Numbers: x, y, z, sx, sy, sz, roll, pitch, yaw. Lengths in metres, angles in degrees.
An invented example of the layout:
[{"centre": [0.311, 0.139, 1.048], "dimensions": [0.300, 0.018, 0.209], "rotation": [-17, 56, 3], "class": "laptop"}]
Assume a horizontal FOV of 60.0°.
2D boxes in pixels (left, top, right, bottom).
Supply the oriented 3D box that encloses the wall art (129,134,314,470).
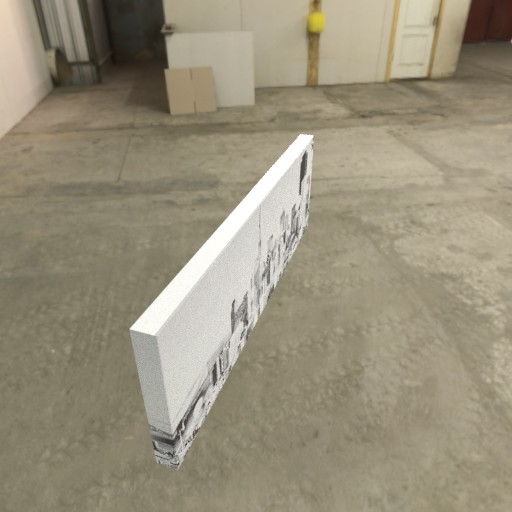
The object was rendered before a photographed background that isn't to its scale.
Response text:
[{"centre": [0.000, 0.000, 0.872], "dimensions": [0.036, 0.256, 0.766], "rotation": [11, 34, 16], "class": "wall art"}]
